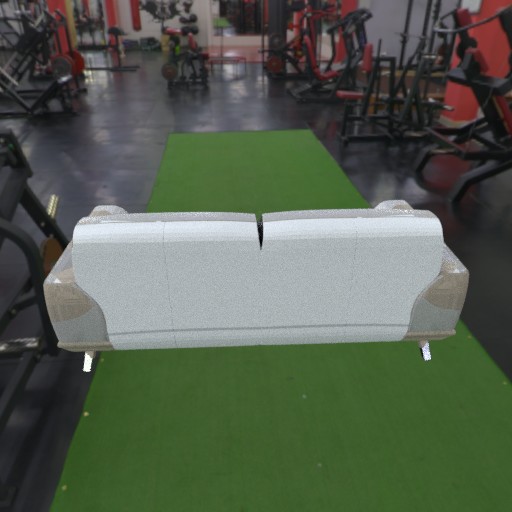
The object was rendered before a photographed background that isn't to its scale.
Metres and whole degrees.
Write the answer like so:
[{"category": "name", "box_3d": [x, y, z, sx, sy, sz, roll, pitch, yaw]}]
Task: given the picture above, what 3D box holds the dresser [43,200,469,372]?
[{"category": "dresser", "box_3d": [0.000, 0.000, 5.850, 4.679, 1.863, 2.251, -1, 29, -2]}]
